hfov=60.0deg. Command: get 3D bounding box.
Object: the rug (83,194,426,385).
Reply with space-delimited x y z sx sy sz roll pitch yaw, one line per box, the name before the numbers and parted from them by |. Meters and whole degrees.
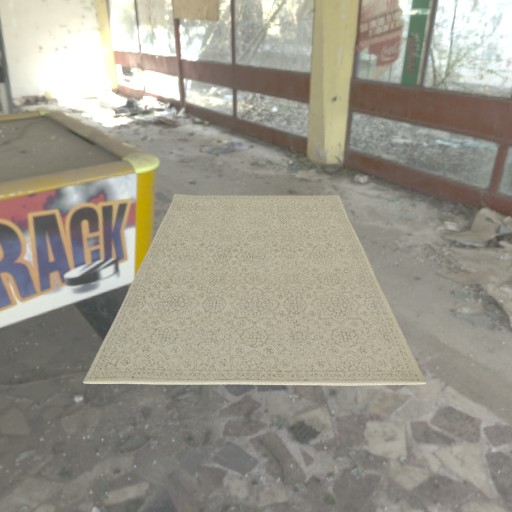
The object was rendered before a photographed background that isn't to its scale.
rug | 0.000 0.000 2.418 1.214 0.023 1.947 0 27 0
